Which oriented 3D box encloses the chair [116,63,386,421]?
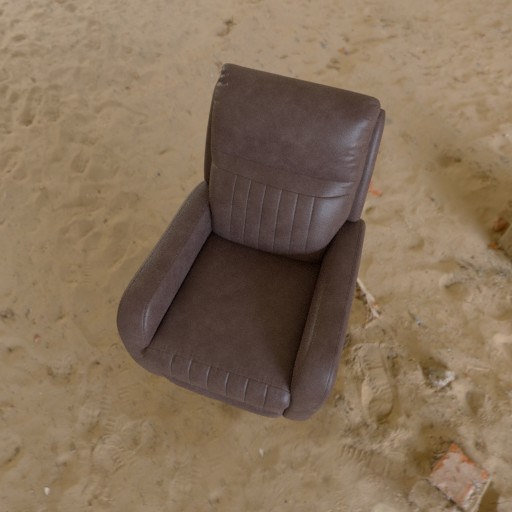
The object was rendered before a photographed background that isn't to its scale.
[{"bbox_3d":[0.000,0.000,1.831,0.865,1.067,1.067,16,60,10],"label":"chair"}]
